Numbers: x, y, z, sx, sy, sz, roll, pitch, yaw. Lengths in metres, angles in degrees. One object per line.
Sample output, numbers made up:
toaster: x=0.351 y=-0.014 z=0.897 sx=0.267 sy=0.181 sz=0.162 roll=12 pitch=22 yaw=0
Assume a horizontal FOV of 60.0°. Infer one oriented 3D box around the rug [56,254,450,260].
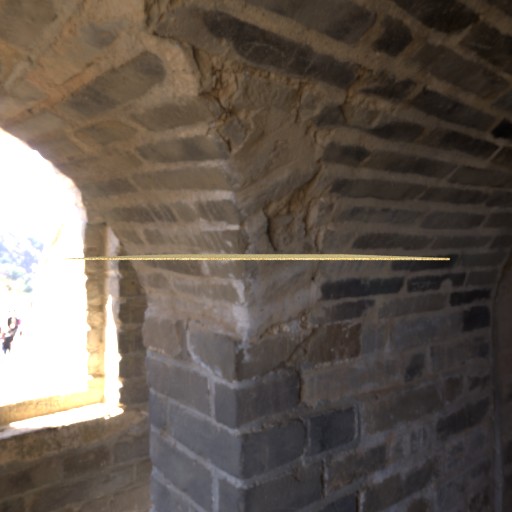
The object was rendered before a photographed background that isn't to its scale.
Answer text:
rug: x=0.000 y=0.000 z=2.858 sx=1.524 sy=0.006 sz=2.286 roll=0 pitch=1 yaw=1
